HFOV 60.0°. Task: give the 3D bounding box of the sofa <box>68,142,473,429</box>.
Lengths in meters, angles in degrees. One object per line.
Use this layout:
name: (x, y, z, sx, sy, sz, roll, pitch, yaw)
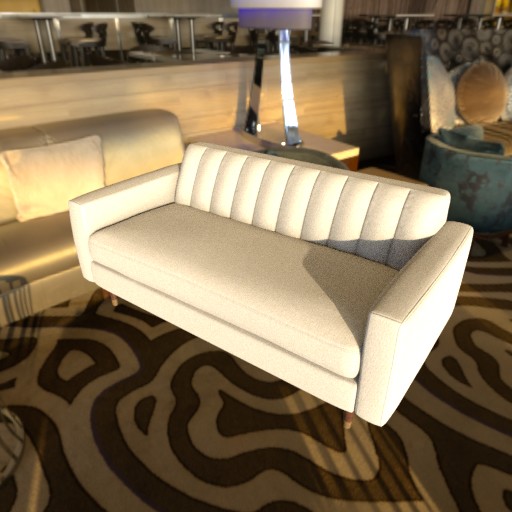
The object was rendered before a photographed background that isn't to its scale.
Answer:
sofa: (0.000, 0.000, 2.353, 1.895, 0.814, 0.969, 19, 34, 31)
